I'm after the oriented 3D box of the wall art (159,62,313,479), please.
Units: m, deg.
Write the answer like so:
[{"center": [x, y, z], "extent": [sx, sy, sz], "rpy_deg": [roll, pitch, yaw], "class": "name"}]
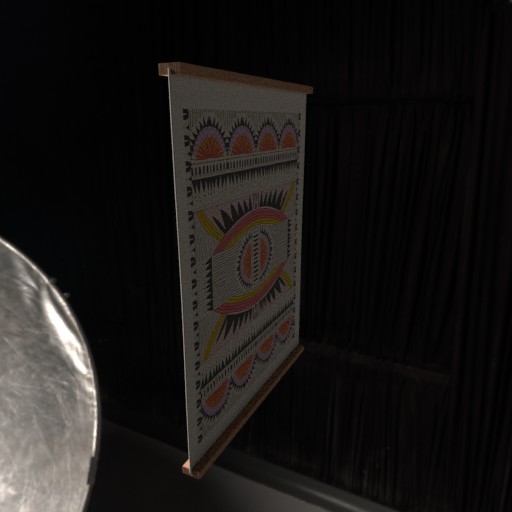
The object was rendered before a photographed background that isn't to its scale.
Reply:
[{"center": [0.000, 0.000, 0.706], "extent": [0.028, 0.527, 0.403], "rpy_deg": [8, 19, 25], "class": "wall art"}]
